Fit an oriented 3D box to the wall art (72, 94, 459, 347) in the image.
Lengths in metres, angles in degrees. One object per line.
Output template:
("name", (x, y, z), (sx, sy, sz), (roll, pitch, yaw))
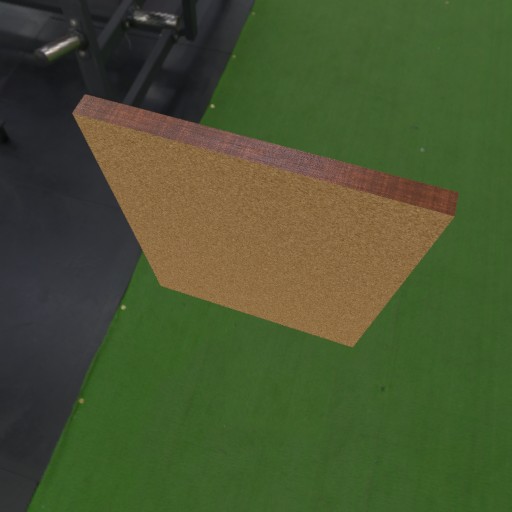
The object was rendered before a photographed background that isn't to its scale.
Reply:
("wall art", (0.000, 0.000, 0.776), (0.467, 0.567, 0.033), (17, 65, 8))
